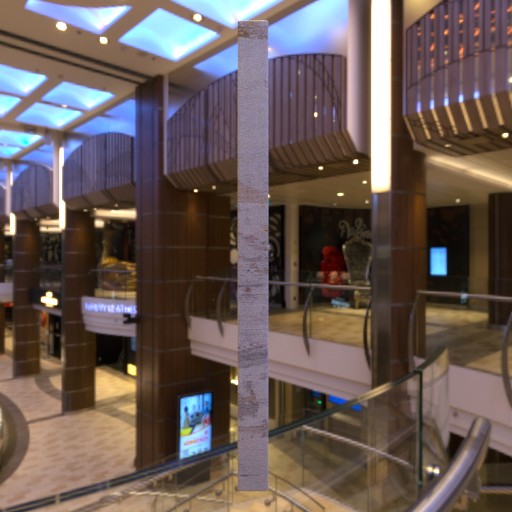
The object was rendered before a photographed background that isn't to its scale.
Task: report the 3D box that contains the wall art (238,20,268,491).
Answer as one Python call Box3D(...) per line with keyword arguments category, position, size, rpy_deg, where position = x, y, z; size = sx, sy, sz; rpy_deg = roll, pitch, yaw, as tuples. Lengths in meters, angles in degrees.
Box3D(category="wall art", position=(0.000, 0.000, 0.881), size=(0.040, 0.613, 0.611), rpy_deg=(0, 0, 1))
